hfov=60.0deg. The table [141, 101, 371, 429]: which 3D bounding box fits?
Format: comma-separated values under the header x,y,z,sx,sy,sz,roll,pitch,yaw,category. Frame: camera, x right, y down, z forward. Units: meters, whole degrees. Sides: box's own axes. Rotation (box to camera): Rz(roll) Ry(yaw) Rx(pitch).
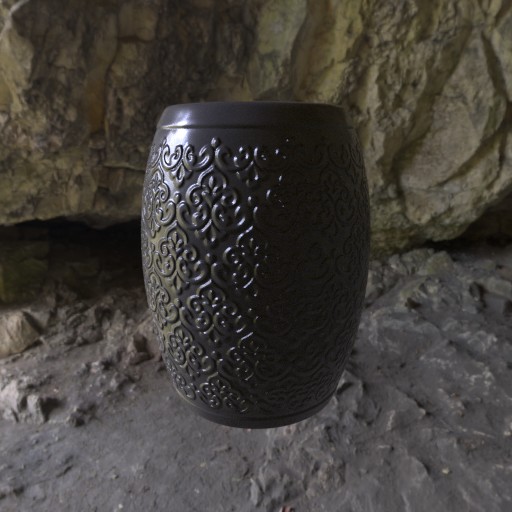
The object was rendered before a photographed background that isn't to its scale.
x,y,z,sx,sy,sz,roll,pitch,yaw,category
0.000,0.000,0.622,0.309,0.397,0.309,0,15,0,table
